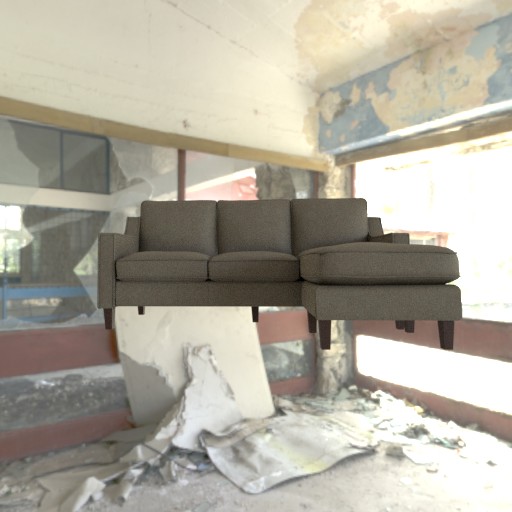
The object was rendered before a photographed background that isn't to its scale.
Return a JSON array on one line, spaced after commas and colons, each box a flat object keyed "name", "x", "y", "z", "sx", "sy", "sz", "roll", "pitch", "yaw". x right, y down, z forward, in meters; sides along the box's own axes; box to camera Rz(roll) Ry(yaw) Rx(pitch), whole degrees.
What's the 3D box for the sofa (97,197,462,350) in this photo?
[{"name": "sofa", "x": 0.000, "y": 0.000, "z": 3.337, "sx": 2.317, "sy": 1.081, "sz": 1.858, "roll": 0, "pitch": -1, "yaw": 0}]
